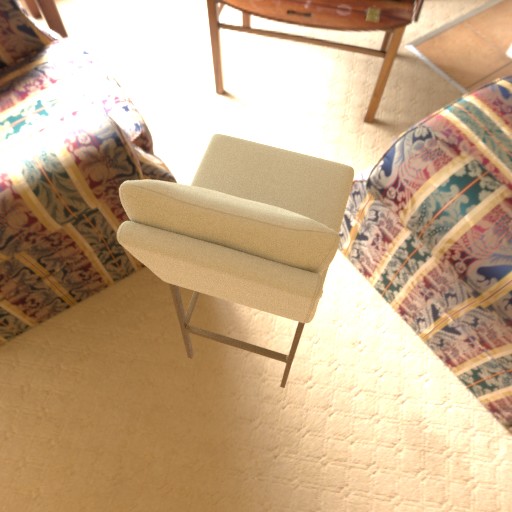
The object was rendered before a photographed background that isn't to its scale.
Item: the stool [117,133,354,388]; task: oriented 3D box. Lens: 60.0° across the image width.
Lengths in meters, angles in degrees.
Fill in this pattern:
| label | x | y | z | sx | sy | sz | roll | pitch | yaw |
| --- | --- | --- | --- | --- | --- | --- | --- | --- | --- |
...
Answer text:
| label | x | y | z | sx | sy | sz | roll | pitch | yaw |
| --- | --- | --- | --- | --- | --- | --- | --- | --- | --- |
| stool | 0.000 | 0.000 | 1.424 | 0.463 | 1.125 | 0.572 | 15 | 64 | 8 |
